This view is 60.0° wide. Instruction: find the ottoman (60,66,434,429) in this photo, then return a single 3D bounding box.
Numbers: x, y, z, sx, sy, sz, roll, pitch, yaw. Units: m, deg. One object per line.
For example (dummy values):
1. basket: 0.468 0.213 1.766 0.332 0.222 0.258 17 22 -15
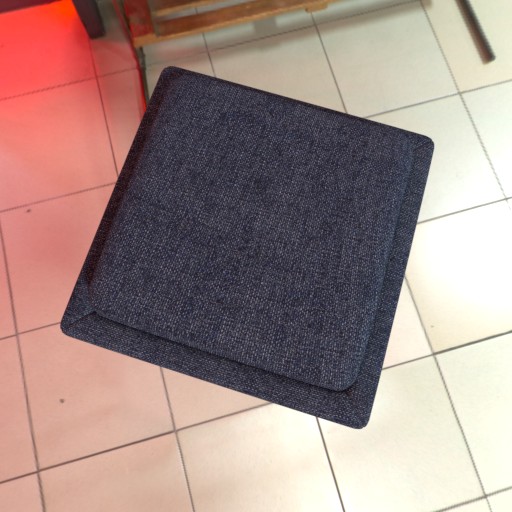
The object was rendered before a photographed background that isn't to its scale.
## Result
1. ottoman: 0.000 0.000 0.815 0.450 0.460 0.450 17 78 4
